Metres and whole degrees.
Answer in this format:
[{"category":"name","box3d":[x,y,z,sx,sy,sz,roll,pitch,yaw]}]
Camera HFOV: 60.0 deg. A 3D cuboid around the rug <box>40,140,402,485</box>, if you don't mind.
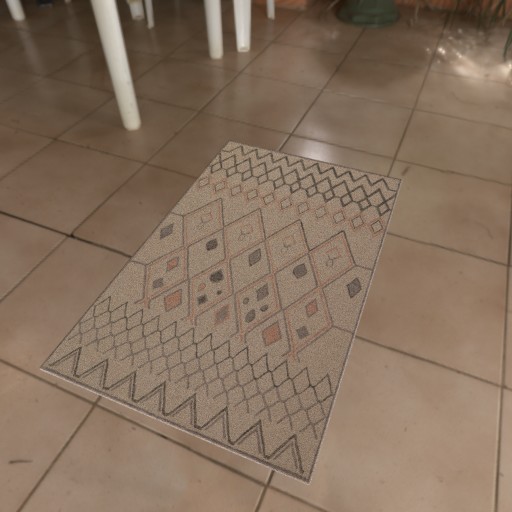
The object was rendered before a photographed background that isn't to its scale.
[{"category":"rug","box3d":[0.000,0.000,2.963,1.524,0.015,2.438,17,49,15]}]
